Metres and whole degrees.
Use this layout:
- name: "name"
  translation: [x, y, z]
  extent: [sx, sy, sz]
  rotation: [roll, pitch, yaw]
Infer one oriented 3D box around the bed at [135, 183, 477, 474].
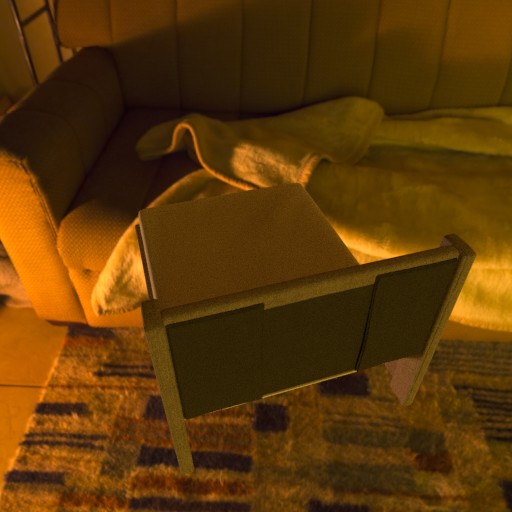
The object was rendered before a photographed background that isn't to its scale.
- name: "bed"
  translation: [0.000, 0.000, 3.383]
  extent: [1.714, 1.481, 2.245]
  rotation: [-12, 43, -13]
